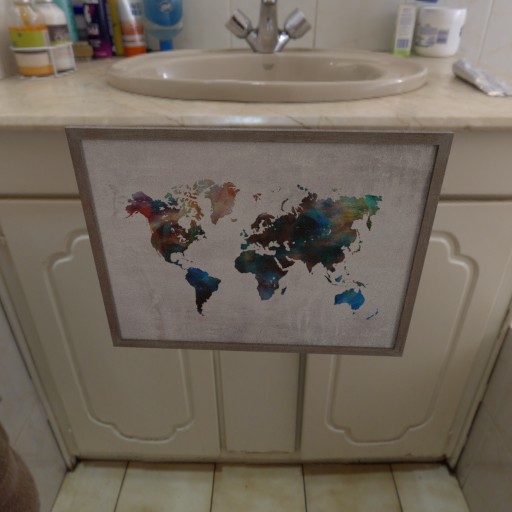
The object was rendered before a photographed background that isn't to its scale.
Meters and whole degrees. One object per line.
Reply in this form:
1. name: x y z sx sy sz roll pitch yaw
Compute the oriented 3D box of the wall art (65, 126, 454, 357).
1. wall art: 0.000 0.000 1.359 1.012 0.774 0.019 1 31 2
